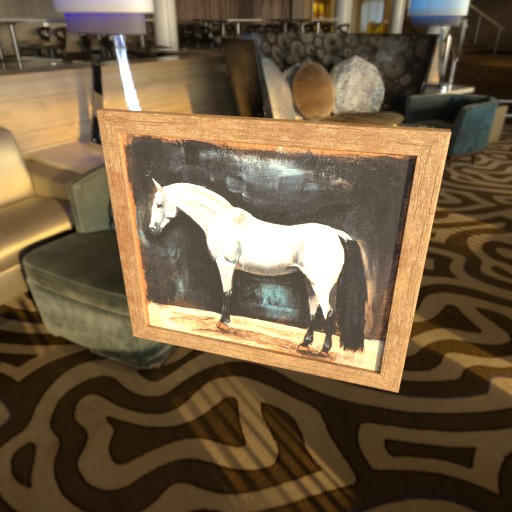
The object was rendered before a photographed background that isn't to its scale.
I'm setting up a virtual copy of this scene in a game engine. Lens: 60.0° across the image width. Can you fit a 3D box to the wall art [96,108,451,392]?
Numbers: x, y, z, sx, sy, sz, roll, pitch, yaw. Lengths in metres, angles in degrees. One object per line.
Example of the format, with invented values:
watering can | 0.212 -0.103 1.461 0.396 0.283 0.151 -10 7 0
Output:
wall art | 0.000 0.000 0.978 0.690 0.588 0.026 8 29 15
